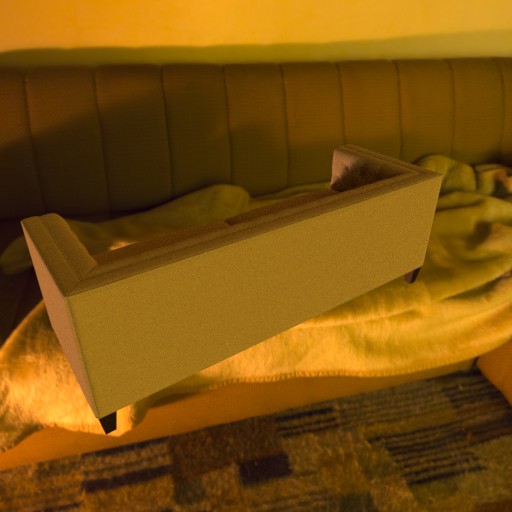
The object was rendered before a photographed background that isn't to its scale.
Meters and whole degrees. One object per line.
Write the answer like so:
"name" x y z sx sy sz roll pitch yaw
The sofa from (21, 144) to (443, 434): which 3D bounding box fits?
"sofa" 0.000 0.000 2.525 2.159 0.762 0.775 -19 36 -30
